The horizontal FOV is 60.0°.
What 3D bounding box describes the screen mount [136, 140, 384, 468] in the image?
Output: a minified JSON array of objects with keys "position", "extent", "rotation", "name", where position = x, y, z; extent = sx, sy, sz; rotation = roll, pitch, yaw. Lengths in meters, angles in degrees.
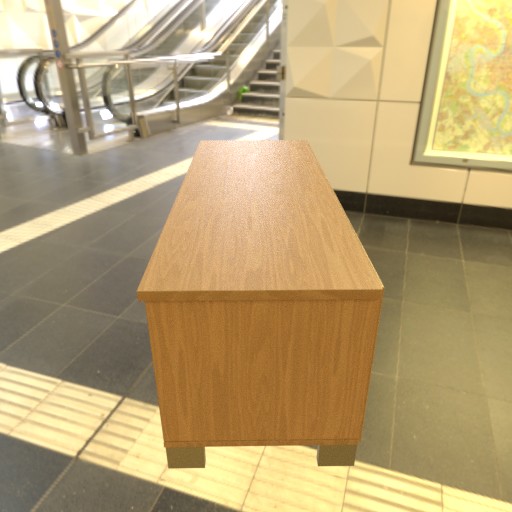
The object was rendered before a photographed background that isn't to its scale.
[{"position":[0.000,0.000,1.300],"extent":[0.406,0.432,1.084],"rotation":[0,27,-1],"name":"screen mount"}]
